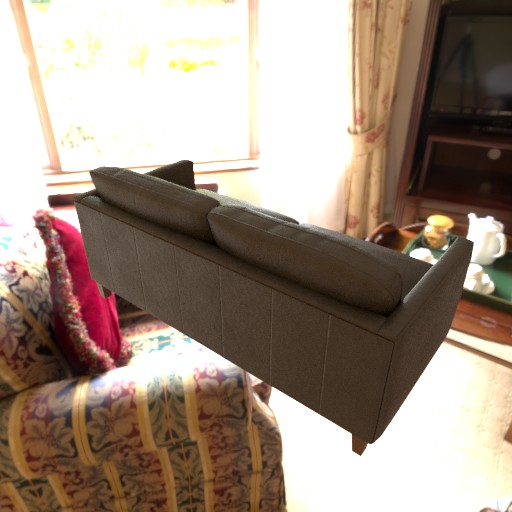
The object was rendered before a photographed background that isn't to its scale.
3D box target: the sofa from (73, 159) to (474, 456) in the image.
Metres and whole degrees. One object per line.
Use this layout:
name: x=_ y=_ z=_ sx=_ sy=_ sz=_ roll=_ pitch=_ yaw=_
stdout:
sofa: x=0.000 y=0.000 z=2.425 sx=1.971 sy=0.863 sz=0.933 roll=22 pitch=37 yaw=33
